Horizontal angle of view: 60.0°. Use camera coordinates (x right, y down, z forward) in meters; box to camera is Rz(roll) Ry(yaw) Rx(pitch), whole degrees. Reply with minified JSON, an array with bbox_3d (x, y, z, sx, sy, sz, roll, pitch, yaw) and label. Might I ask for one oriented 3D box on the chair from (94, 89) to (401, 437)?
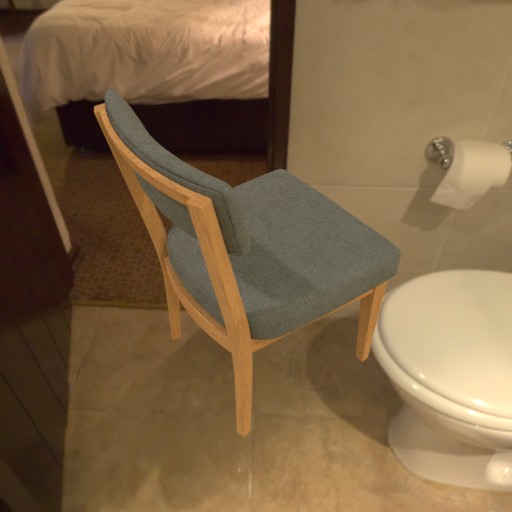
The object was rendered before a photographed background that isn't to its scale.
[{"bbox_3d":[0.000,0.000,1.166,0.572,0.832,0.508,-25,47,-26],"label":"chair"}]
